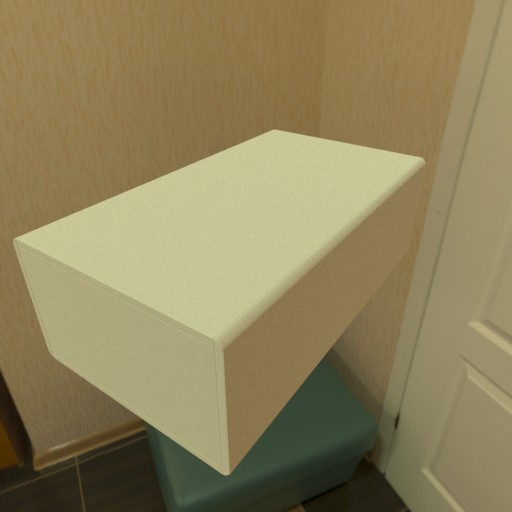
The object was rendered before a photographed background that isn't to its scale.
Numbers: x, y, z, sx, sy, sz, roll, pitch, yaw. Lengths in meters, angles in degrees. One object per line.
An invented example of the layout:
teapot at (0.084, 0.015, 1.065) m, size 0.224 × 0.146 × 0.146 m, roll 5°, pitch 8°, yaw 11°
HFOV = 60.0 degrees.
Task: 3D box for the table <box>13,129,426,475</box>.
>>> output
table at (0.000, 0.000, 1.377) m, size 0.639 × 0.442 × 1.097 m, roll 20°, pitch 37°, yaw 29°
